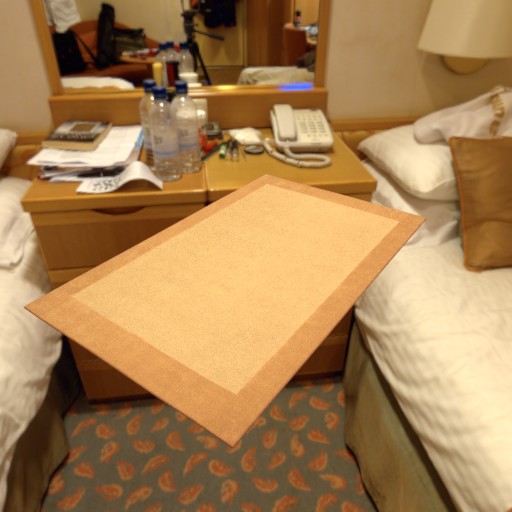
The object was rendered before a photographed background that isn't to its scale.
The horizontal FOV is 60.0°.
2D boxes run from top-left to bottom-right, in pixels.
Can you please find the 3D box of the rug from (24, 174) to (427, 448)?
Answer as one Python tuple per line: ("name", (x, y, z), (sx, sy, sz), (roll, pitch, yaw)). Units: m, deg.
("rug", (0.000, 0.000, 2.991), (1.524, 0.014, 2.438), (21, 38, 29))
